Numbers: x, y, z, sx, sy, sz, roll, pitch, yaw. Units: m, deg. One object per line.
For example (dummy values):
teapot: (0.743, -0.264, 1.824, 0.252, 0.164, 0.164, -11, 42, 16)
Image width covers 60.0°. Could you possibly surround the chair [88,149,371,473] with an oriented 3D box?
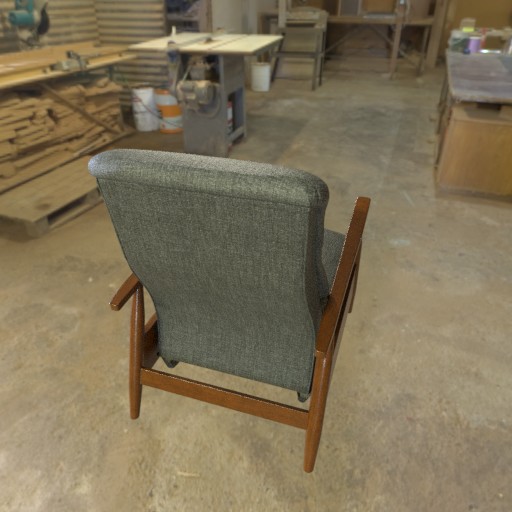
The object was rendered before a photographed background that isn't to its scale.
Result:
chair: (0.000, 0.000, 1.752, 0.762, 1.082, 1.030, 10, 33, 16)
